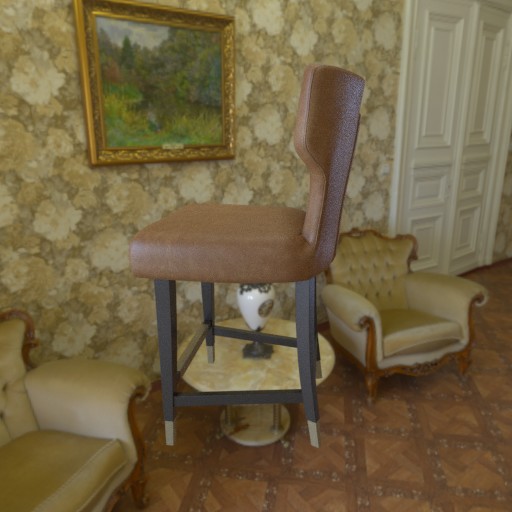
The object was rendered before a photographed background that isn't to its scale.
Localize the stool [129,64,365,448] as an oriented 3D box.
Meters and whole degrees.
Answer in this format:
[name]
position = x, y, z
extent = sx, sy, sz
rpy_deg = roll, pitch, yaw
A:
[stool]
position = 0.000, 0.000, 1.304
extent = 0.563, 0.982, 0.526
rpy_deg = 2, 16, 8
